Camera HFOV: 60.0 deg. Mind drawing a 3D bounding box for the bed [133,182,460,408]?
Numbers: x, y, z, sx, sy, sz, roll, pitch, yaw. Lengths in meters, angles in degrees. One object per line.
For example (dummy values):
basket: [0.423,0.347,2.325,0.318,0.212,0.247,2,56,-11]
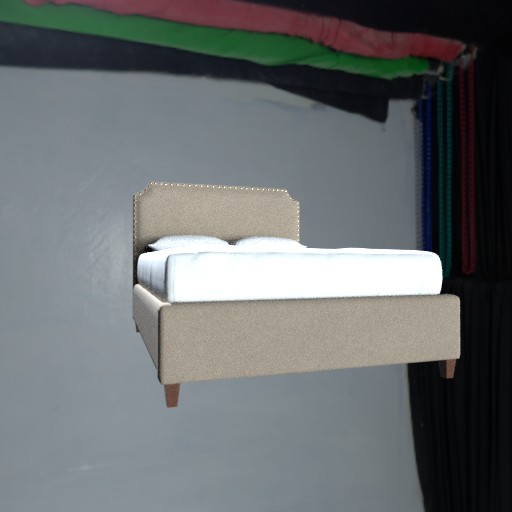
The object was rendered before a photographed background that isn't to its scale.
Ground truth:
bed: [0.000,0.000,3.368,1.703,1.415,2.329,0,-1,-19]
